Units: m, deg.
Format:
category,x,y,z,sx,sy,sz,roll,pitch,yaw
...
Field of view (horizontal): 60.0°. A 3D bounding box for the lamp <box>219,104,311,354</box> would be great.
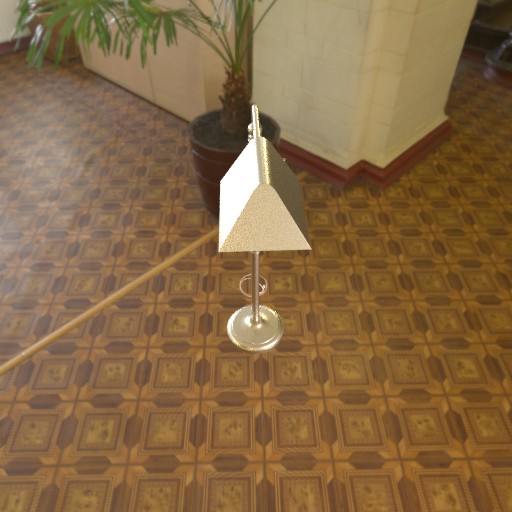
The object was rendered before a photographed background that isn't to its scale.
category,x,y,z,sx,sy,sz,roll,pitch,yaw
lamp,0.000,0.000,0.962,0.159,0.708,0.546,-1,45,-1
